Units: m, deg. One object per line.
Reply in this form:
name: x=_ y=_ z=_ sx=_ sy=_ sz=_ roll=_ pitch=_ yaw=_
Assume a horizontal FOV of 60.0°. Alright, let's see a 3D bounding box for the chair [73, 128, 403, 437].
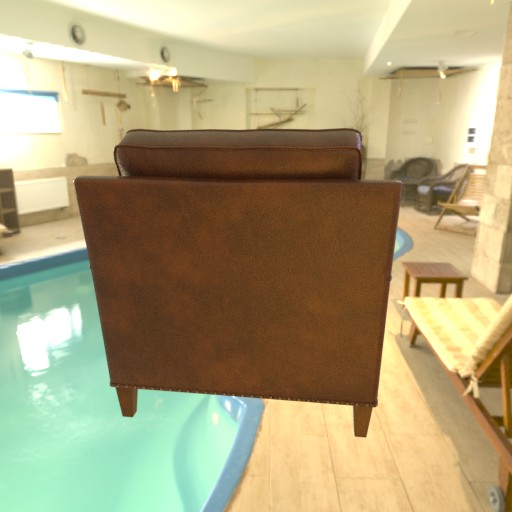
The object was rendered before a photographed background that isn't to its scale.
chair: x=0.000 y=0.000 z=1.679 sx=0.853 sy=0.929 sz=1.014 roll=2 pitch=16 yaw=7
